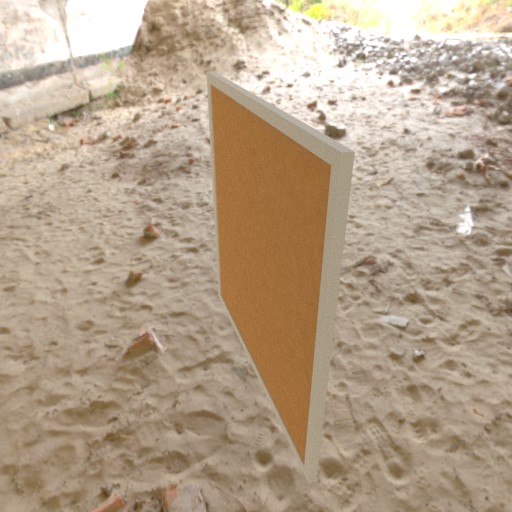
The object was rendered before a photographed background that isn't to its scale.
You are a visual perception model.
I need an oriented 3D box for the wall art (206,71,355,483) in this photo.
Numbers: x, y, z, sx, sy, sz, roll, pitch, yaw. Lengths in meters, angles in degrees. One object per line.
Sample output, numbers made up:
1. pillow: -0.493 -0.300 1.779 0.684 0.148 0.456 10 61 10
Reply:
1. wall art: 0.000 0.000 0.669 0.012 0.457 0.457 -10 32 -17
